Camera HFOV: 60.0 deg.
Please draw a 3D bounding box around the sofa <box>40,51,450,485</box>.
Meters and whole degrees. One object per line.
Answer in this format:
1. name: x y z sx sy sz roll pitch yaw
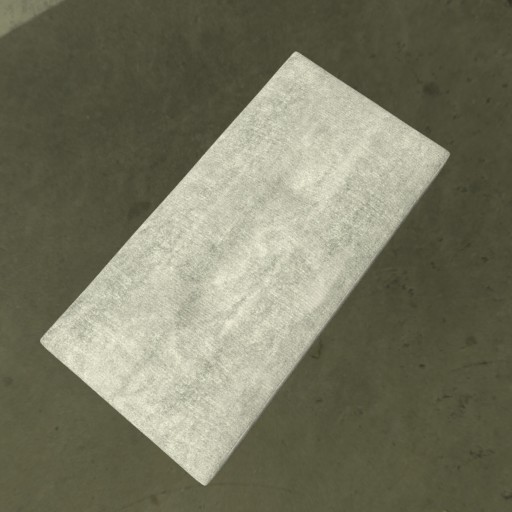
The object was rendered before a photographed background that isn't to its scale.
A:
1. sofa: 0.000 0.000 1.108 0.480 0.330 0.930 37 79 9
